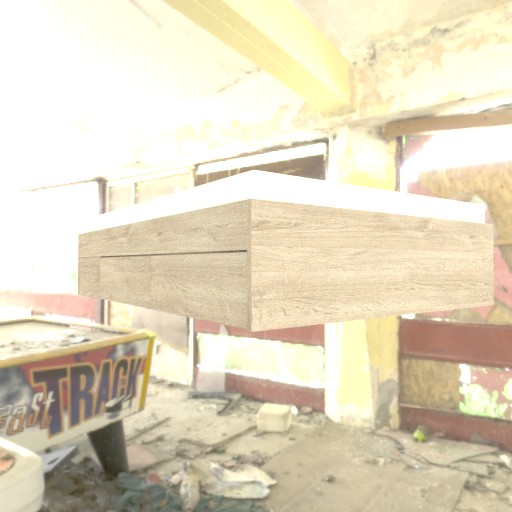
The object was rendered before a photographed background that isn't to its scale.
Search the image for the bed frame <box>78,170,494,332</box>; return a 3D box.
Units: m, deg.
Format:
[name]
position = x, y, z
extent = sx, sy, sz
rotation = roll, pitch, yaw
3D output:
[bed frame]
position = 0.000, 0.000, 2.519
extent = 1.448, 0.490, 1.944
rotation = 1, -1, -36
